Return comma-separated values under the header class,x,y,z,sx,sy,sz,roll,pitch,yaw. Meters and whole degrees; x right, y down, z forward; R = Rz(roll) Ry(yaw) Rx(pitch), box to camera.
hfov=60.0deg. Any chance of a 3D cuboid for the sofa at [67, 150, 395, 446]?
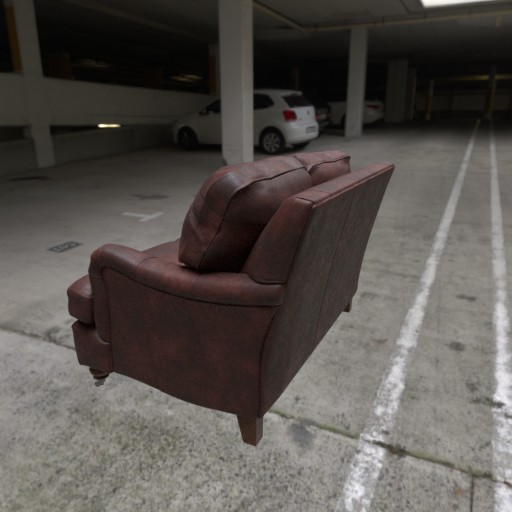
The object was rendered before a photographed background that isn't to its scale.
class,x,y,z,sx,sy,sz,roll,pitch,yaw
sofa,0.000,0.000,2.386,1.148,1.070,1.628,8,19,25
